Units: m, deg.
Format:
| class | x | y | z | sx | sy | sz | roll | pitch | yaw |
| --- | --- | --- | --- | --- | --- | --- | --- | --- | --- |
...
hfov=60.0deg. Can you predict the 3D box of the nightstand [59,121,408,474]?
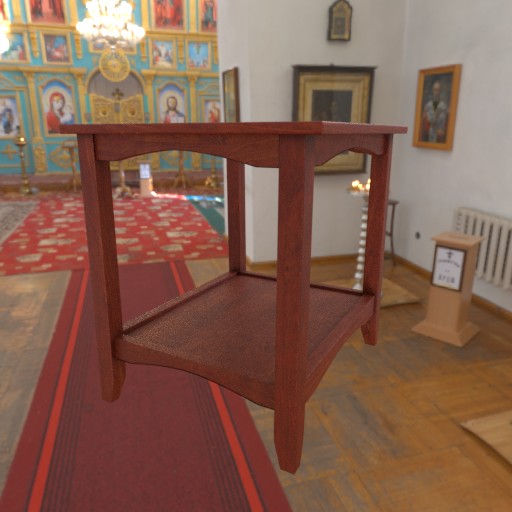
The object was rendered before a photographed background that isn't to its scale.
| class | x | y | z | sx | sy | sz | roll | pitch | yaw |
| --- | --- | --- | --- | --- | --- | --- | --- | --- | --- |
| nightstand | 0.000 | 0.000 | 0.987 | 0.501 | 0.558 | 0.558 | 8 | 18 | 28 |
